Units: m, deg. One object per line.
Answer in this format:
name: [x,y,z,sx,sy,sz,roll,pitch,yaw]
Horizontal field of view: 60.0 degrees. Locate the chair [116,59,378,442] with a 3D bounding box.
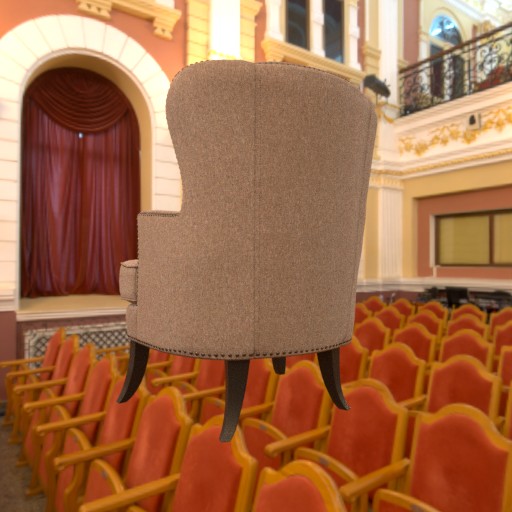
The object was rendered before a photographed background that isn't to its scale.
chair: [0.000,0.000,1.557,0.759,1.060,0.758,1,-1,-35]
